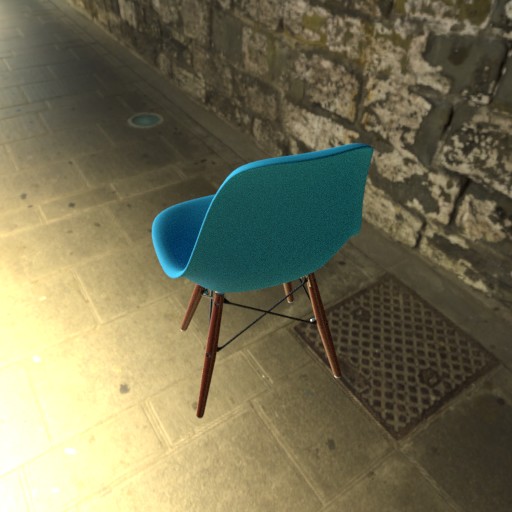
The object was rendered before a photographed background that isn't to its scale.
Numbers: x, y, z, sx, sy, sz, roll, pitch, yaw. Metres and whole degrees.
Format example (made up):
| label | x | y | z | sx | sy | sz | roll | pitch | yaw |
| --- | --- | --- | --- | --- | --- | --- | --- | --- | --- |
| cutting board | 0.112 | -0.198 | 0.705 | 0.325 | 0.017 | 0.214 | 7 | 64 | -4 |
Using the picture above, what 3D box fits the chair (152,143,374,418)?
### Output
| label | x | y | z | sx | sy | sz | roll | pitch | yaw |
| --- | --- | --- | --- | --- | --- | --- | --- | --- | --- |
| chair | 0.000 | 0.000 | 1.104 | 0.470 | 0.826 | 0.533 | -13 | 43 | -15 |
